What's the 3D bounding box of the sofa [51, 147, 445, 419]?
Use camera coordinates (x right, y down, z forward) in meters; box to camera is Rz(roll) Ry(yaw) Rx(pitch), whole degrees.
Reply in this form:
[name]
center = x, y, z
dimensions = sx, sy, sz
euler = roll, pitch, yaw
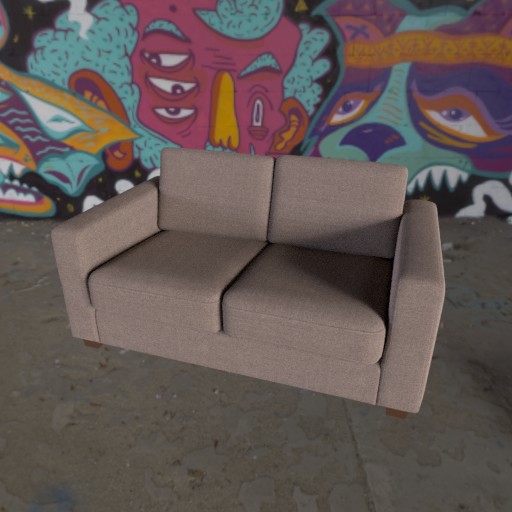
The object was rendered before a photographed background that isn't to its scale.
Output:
[sofa]
center = 0.000, 0.000, 1.998
dimensions = 1.520, 0.800, 0.900
euler = 8, 27, 17
